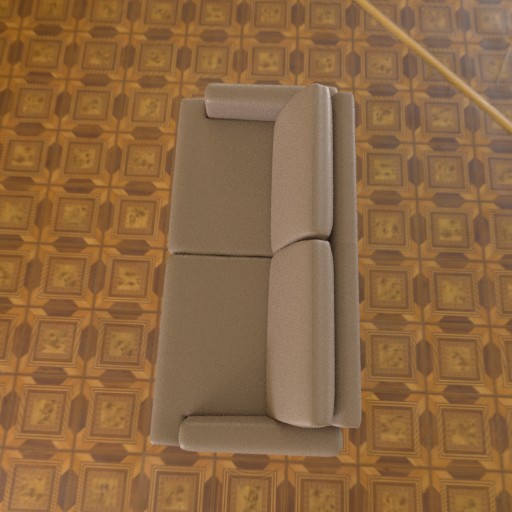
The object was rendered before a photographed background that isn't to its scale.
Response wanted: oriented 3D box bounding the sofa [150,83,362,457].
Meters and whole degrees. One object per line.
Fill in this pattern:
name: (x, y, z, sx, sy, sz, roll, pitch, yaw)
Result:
sofa: (0.000, 0.000, 2.374, 0.974, 0.765, 1.940, 2, 75, 1)
